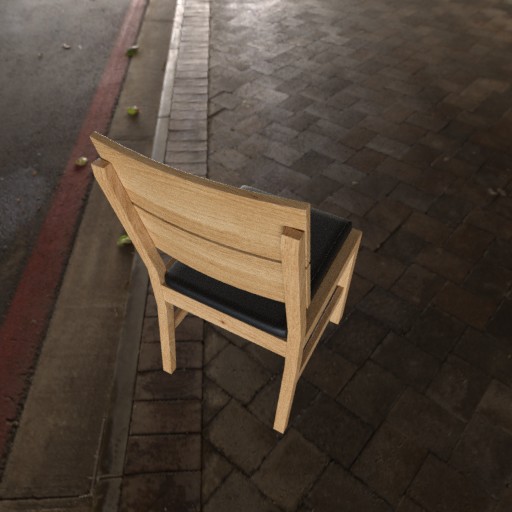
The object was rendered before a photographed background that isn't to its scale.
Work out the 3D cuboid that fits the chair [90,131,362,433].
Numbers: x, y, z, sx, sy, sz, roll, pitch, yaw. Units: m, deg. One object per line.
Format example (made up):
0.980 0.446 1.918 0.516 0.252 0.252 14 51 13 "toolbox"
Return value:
0.000 0.000 1.311 0.475 0.950 0.569 22 50 19 "chair"
